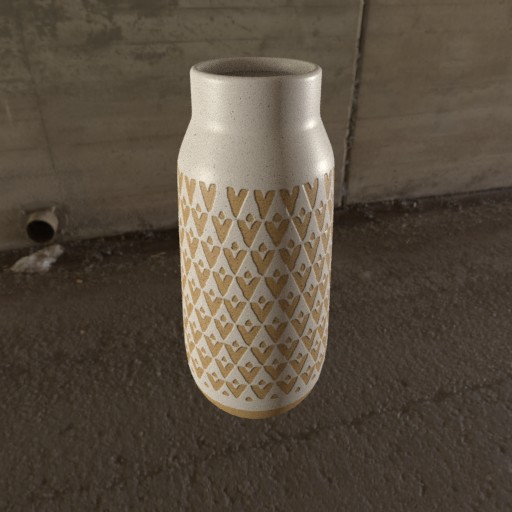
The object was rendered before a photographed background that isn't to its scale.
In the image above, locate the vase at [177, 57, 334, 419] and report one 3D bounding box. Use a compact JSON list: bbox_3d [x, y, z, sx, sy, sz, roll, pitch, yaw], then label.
[{"bbox_3d":[0.000,0.000,0.385,0.137,0.307,0.137,0,32,0],"label":"vase"}]
